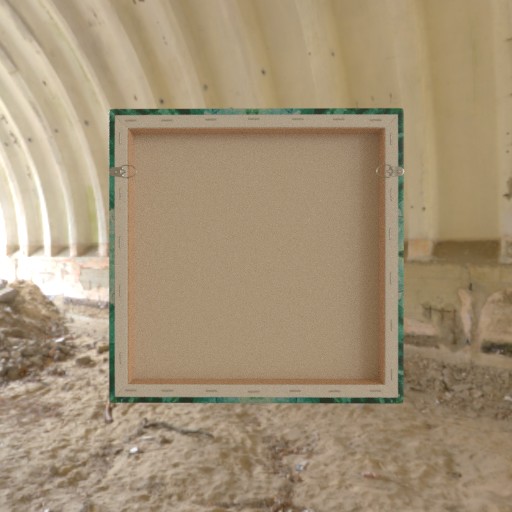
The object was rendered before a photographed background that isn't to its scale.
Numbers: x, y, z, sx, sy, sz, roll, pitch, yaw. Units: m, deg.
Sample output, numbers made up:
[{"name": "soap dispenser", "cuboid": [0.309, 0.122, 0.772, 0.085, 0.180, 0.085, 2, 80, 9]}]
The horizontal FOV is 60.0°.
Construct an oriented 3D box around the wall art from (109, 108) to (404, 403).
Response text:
[{"name": "wall art", "cuboid": [0.000, 0.000, 0.775, 0.507, 0.508, 0.038, 0, 0, 0]}]
